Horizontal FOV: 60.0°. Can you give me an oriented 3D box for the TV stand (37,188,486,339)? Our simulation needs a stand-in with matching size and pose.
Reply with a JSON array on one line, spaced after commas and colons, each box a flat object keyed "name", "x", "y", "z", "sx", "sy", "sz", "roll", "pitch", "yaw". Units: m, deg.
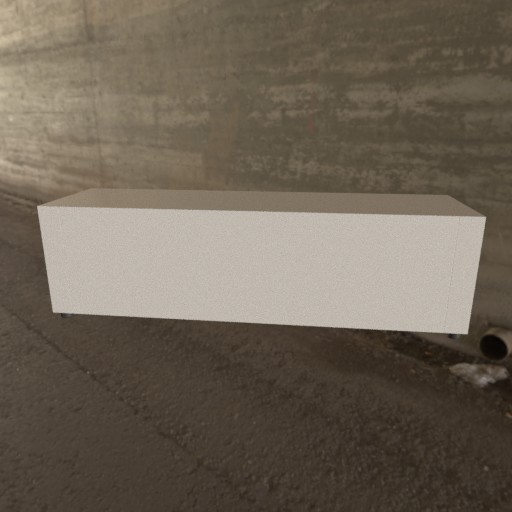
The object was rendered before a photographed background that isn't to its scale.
[{"name": "TV stand", "x": 0.000, "y": 0.000, "z": 1.732, "sx": 1.500, "sy": 0.440, "sz": 0.410, "roll": 2, "pitch": 18, "yaw": 6}]
